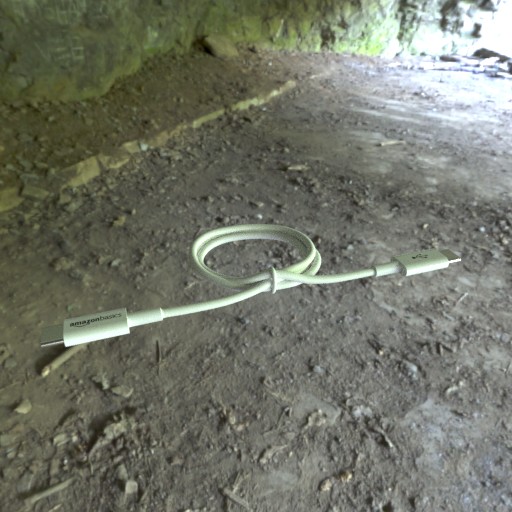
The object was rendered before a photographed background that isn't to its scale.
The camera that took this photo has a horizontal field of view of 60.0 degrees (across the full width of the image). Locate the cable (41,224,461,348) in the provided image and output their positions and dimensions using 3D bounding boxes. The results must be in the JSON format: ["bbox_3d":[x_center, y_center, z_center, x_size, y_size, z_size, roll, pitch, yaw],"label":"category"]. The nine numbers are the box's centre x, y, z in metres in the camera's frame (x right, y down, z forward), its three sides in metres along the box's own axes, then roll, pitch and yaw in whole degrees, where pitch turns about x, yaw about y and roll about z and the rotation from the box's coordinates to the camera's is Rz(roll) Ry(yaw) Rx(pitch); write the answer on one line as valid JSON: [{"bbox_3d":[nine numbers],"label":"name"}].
[{"bbox_3d":[0.000,0.000,0.229,0.203,0.014,0.070,-10,33,-16],"label":"cable"}]
